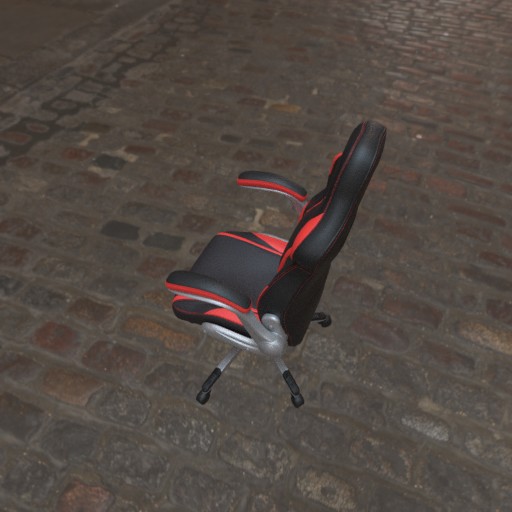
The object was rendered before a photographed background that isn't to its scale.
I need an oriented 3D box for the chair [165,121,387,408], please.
[{"bbox_3d":[0.000,0.000,1.641,0.712,1.165,0.758,16,49,15],"label":"chair"}]
